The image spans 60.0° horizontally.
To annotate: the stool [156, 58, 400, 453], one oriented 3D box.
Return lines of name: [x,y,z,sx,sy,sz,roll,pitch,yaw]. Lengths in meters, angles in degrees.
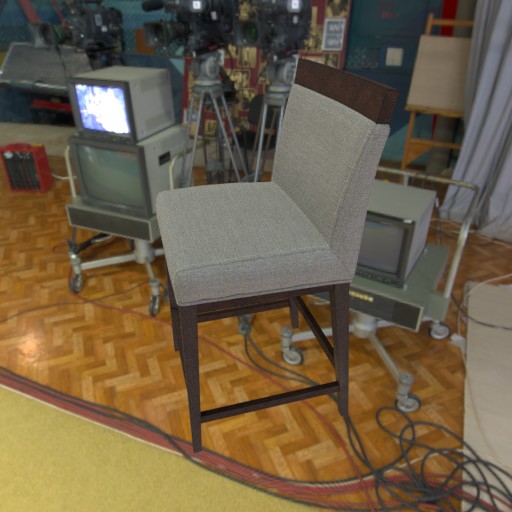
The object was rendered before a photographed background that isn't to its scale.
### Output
stool: [0.000,0.000,1.314,0.531,1.009,0.512,-8,32,-14]
